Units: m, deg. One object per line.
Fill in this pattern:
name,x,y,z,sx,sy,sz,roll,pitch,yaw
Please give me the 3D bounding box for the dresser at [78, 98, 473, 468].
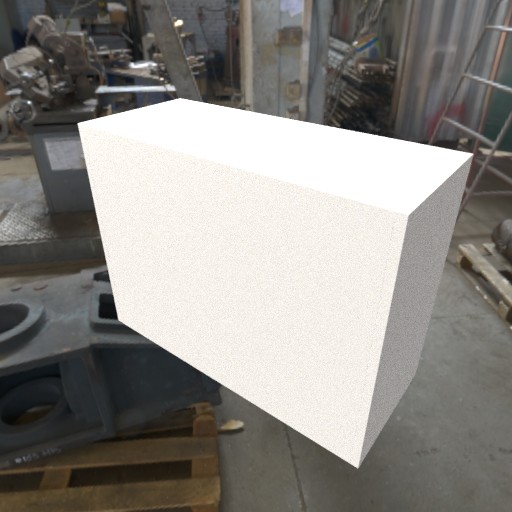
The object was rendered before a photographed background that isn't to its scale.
dresser,0.000,0.000,1.517,1.100,0.820,0.460,22,38,31
